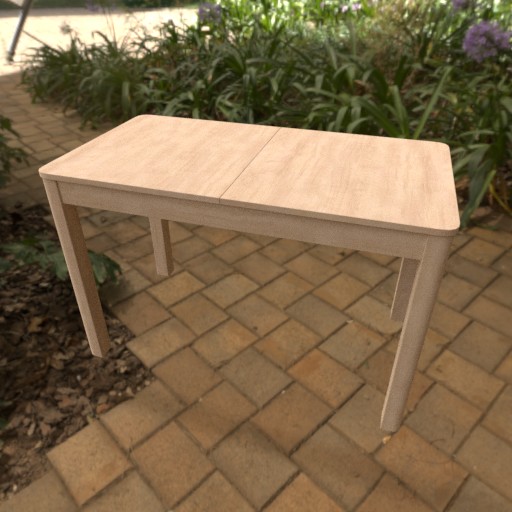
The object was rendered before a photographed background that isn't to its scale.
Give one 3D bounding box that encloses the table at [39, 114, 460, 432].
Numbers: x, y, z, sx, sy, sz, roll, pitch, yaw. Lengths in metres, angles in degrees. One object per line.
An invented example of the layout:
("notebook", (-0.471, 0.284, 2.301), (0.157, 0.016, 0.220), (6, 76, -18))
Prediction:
("table", (0.000, 0.000, 1.918), (1.400, 0.900, 0.750), (10, 35, 15))
